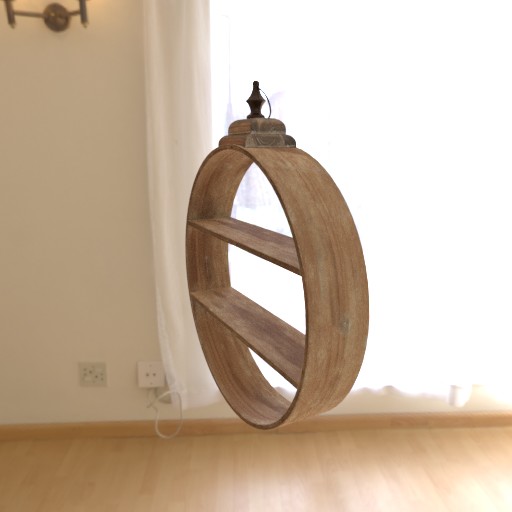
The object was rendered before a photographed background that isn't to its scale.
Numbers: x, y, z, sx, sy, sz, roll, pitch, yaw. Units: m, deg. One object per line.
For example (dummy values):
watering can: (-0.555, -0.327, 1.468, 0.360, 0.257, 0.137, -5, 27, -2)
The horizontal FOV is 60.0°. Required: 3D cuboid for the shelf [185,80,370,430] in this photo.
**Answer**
shelf: (0.000, 0.000, 0.974, 0.125, 0.725, 0.601, -7, 16, -27)
